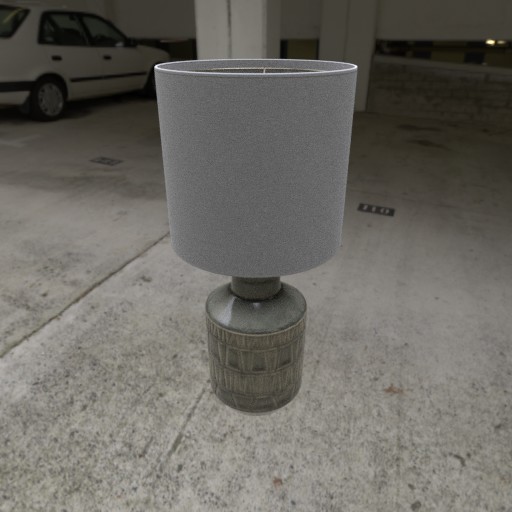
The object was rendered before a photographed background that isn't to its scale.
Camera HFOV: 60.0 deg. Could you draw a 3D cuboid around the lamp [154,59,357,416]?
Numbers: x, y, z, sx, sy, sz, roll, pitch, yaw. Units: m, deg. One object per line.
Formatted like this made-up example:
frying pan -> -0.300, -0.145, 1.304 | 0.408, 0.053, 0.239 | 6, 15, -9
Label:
lamp -> 0.000, 0.000, 0.573 | 0.211, 0.455, 0.211 | 9, 29, 18
